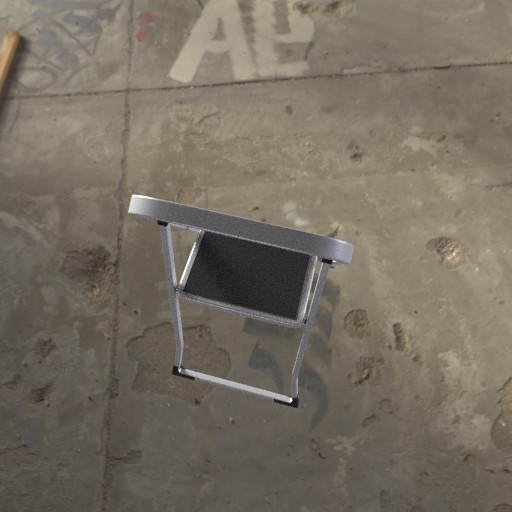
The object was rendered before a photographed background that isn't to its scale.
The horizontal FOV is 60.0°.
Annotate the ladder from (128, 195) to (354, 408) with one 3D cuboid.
[{"bbox_3d":[0.000,0.000,1.145,0.460,0.810,0.544,13,63,7],"label":"ladder"}]
